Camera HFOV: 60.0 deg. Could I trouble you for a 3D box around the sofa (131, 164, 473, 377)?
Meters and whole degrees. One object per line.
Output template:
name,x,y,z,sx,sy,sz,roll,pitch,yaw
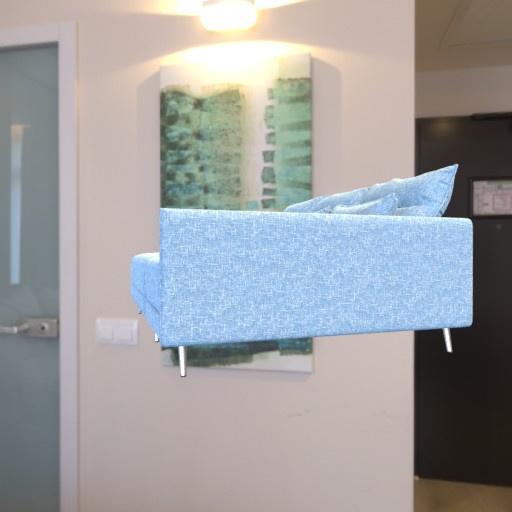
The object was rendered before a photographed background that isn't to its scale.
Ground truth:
sofa,0.000,0.000,2.762,1.420,0.899,2.034,0,0,-19
